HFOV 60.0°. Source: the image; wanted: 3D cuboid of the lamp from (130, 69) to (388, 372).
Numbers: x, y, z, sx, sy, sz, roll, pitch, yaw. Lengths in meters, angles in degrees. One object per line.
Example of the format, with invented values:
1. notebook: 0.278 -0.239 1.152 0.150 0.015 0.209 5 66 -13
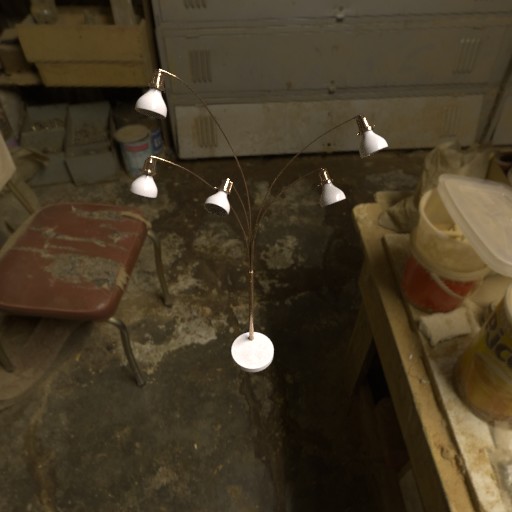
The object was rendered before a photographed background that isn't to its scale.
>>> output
1. lamp: 0.000 0.000 2.934 1.405 2.423 0.361 -2 46 -2
